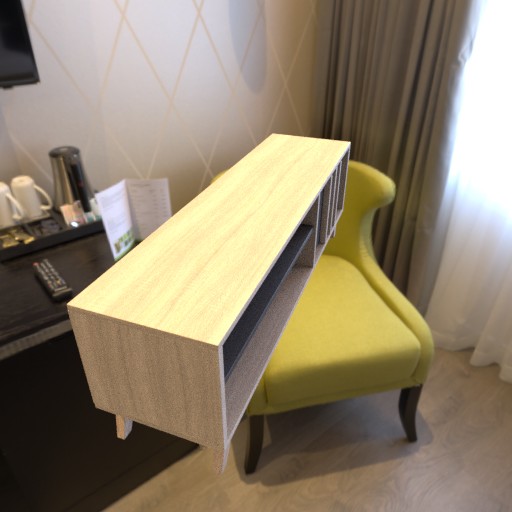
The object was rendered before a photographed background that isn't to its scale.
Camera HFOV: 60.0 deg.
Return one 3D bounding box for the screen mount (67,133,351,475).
[{"bbox_3d":[0.000,0.000,1.722,0.401,0.509,1.500,11,33,18],"label":"screen mount"}]
